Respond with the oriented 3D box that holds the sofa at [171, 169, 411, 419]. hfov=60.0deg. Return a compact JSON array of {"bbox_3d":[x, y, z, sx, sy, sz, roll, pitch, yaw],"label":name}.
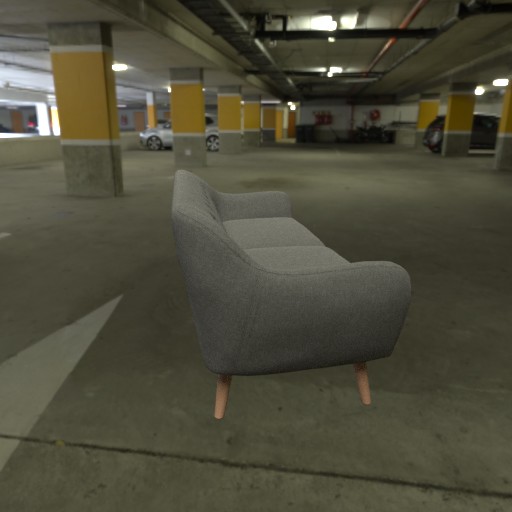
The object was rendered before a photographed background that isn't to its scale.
[{"bbox_3d":[0.000,0.000,2.337,0.820,0.820,1.840,-3,17,-9],"label":"sofa"}]
